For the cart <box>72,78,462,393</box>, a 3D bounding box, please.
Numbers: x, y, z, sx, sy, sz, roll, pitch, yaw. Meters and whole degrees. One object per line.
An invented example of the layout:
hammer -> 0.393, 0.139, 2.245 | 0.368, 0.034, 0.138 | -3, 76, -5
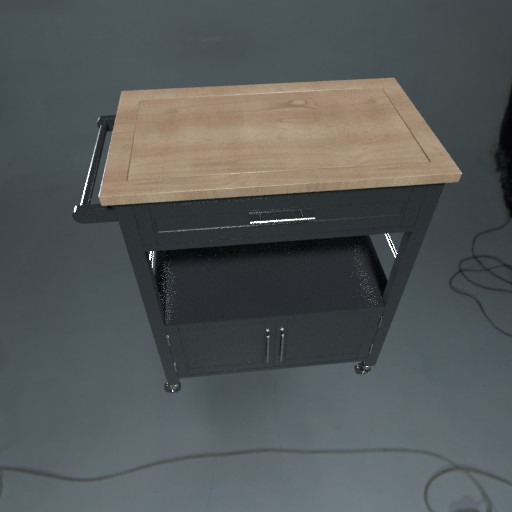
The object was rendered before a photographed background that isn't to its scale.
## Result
cart -> 0.000, 0.000, 1.400 | 0.840, 0.901, 0.459 | -4, 47, -4
